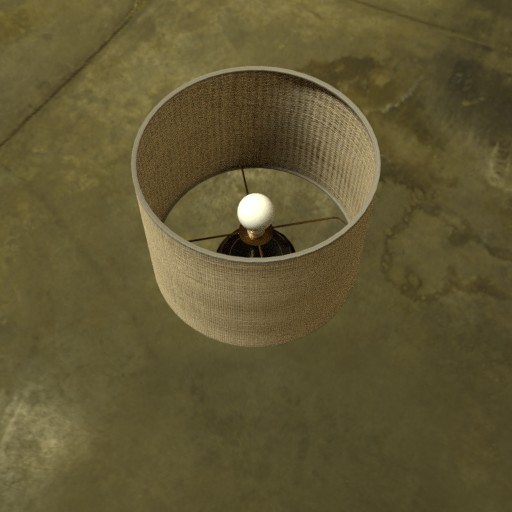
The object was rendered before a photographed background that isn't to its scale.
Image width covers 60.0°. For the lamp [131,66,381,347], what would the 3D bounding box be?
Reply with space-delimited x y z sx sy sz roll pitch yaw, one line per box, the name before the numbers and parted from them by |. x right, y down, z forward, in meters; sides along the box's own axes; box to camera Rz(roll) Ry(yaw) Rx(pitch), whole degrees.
lamp | 0.000 0.000 0.844 0.376 0.594 0.376 0 63 0
